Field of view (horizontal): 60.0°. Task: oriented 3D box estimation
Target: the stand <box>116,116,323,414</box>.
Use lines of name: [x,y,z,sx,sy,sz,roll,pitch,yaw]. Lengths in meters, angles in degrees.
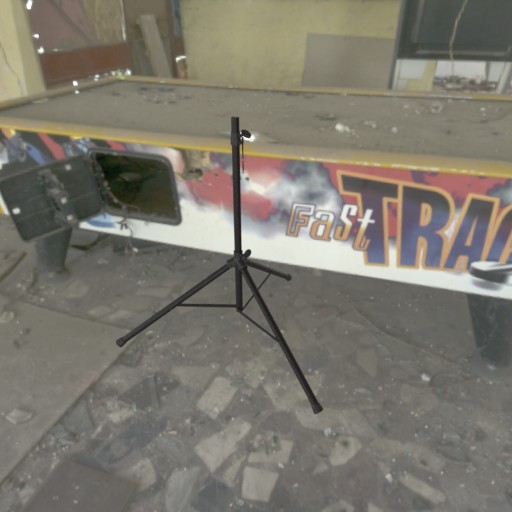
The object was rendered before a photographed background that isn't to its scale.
stand: [0.000,0.000,2.742,1.596,1.595,1.339,-18,34,-29]
